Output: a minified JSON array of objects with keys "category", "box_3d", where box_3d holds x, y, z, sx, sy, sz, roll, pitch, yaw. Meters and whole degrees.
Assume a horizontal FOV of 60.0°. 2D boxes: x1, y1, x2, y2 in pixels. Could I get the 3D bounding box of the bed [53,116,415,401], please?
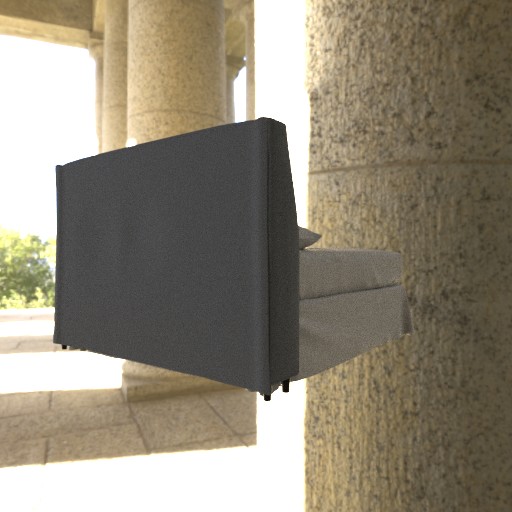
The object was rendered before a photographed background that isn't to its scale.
[{"category":"bed","box_3d":[0.000,0.000,3.467,1.925,1.332,2.276,0,1,38]}]
